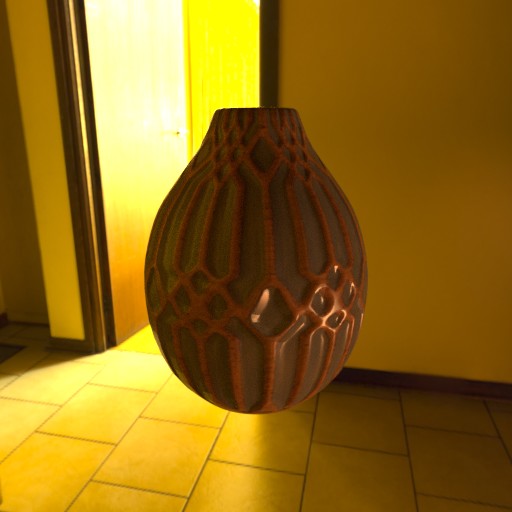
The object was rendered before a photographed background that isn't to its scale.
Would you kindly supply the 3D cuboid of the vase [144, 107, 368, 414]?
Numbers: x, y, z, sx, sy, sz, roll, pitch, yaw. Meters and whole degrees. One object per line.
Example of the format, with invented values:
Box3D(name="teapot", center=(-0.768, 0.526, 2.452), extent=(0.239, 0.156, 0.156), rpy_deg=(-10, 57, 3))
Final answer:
Box3D(name="vase", center=(0.000, 0.000, 0.139), extent=(0.069, 0.088, 0.069), rpy_deg=(0, 16, 0))
